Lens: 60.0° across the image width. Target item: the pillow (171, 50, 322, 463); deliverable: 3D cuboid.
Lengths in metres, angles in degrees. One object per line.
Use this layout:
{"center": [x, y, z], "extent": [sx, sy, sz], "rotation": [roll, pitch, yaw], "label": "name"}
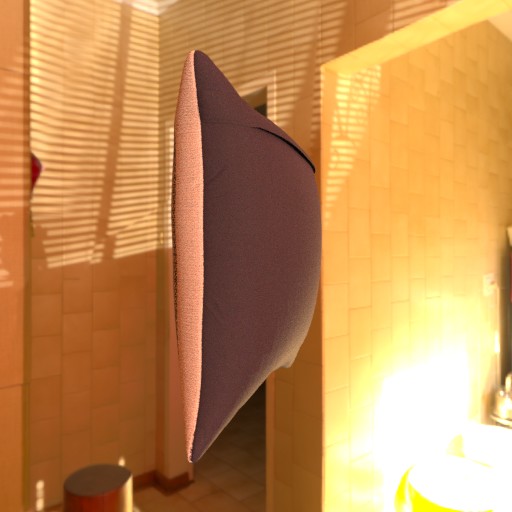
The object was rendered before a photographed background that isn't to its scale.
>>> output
{"center": [0.000, 0.000, 0.624], "extent": [0.173, 0.406, 0.405], "rotation": [0, 0, 18], "label": "pillow"}
